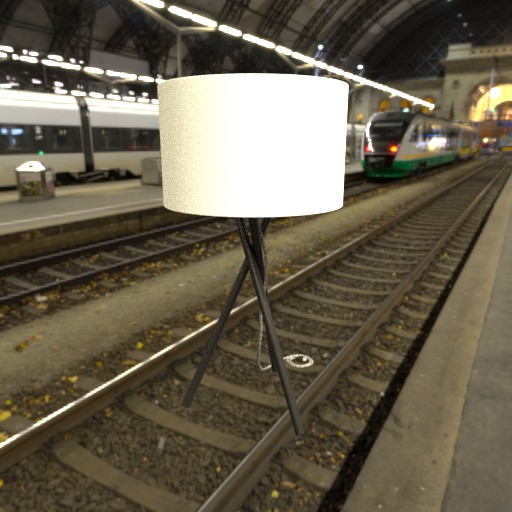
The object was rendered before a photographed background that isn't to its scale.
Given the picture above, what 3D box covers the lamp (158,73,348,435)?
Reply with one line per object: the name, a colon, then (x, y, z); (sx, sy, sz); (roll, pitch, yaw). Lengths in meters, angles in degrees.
lamp: (0.000, 0.000, 0.954); (0.353, 0.674, 0.422); (2, 15, 9)
